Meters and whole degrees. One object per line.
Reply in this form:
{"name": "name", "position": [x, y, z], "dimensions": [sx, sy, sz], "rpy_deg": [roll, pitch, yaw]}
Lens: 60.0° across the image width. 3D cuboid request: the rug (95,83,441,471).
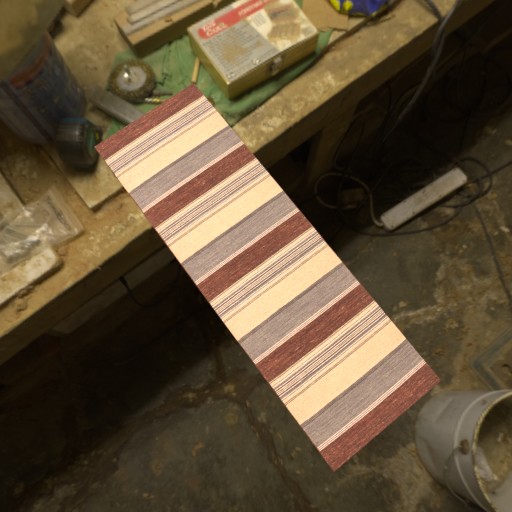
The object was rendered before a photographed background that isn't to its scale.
{"name": "rug", "position": [0.000, 0.000, 2.705], "dimensions": [0.792, 0.006, 2.437], "rpy_deg": [-36, 79, -9]}
